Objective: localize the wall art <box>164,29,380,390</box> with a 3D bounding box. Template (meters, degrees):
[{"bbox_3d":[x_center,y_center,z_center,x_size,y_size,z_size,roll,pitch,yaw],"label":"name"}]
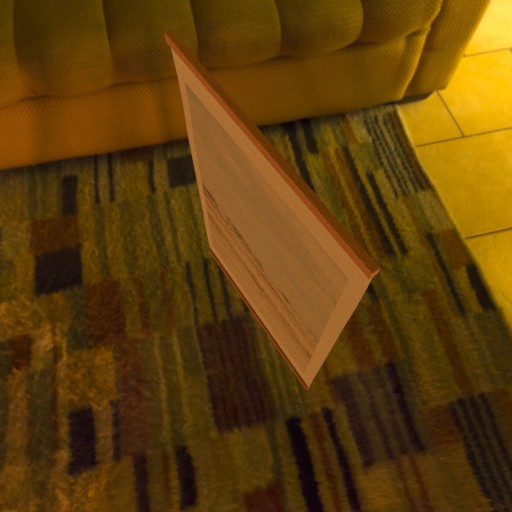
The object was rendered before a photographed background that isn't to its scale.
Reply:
[{"bbox_3d":[0.000,0.000,1.902,0.025,1.521,1.011,-31,67,-14],"label":"wall art"}]
